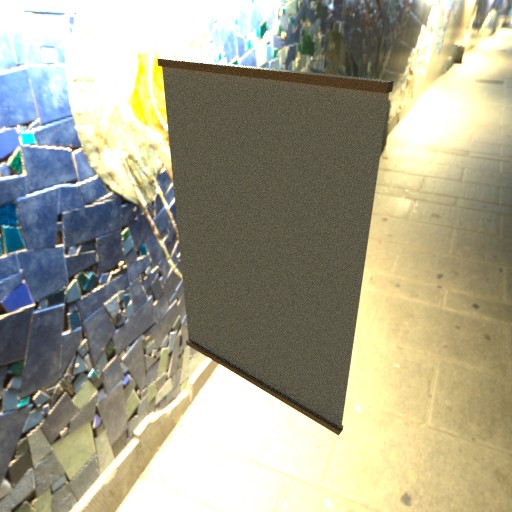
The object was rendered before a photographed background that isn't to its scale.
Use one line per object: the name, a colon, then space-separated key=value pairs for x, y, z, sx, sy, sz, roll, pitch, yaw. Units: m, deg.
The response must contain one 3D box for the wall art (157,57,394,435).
wall art: x=0.000 y=0.000 z=1.296 sx=0.669 sy=1.020 sz=0.027 roll=22 pitch=36 yaw=33
